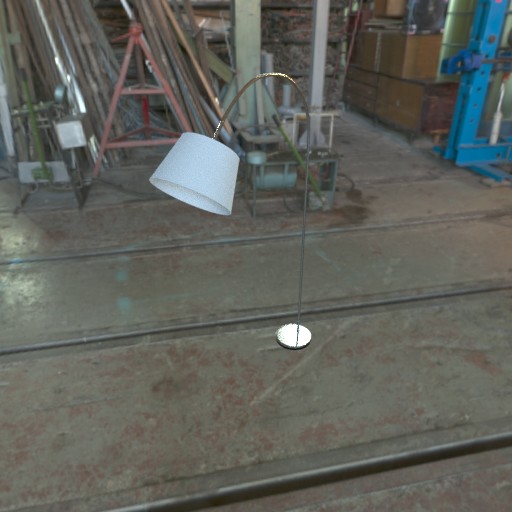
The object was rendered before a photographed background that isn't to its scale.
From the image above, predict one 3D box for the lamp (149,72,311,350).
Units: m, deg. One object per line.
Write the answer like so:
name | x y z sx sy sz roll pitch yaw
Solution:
lamp | 0.000 0.000 2.757 0.406 2.098 1.445 17 33 28
